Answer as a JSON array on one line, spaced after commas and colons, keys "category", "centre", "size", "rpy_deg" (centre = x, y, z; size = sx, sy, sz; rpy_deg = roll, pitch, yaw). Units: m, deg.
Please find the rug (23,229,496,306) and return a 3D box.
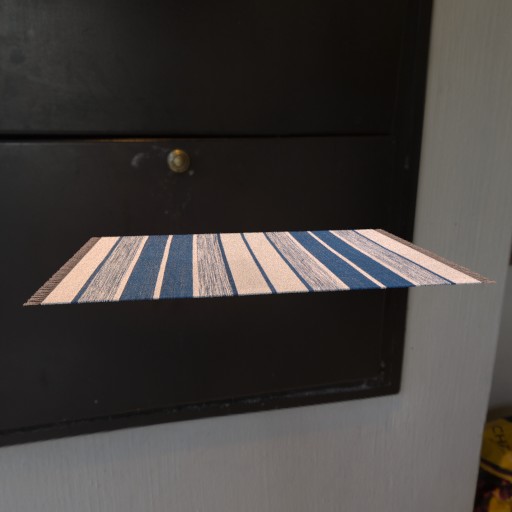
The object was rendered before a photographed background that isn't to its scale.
[{"category": "rug", "centre": [0.000, 0.000, 2.992], "size": [2.441, 0.010, 1.532], "rpy_deg": [-2, 15, -8]}]
